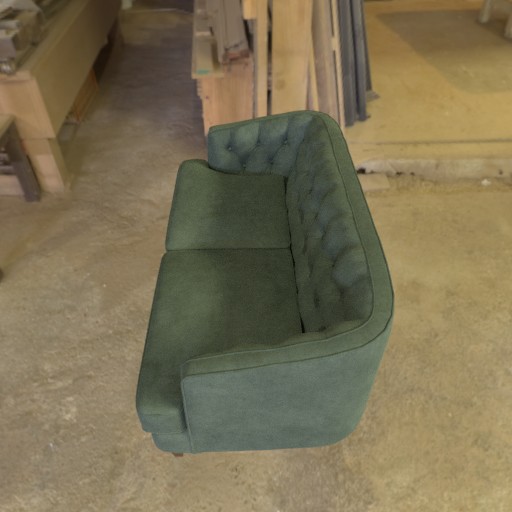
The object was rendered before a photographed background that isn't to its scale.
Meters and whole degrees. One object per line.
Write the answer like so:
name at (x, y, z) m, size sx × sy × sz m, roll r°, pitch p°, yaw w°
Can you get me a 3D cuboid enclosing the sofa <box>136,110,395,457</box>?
sofa at (0.000, 0.000, 2.223) m, size 0.941 × 0.855 × 1.733 m, roll -1°, pitch 43°, yaw -1°
